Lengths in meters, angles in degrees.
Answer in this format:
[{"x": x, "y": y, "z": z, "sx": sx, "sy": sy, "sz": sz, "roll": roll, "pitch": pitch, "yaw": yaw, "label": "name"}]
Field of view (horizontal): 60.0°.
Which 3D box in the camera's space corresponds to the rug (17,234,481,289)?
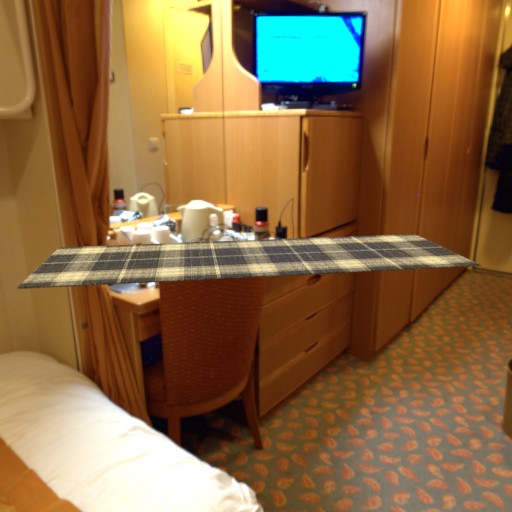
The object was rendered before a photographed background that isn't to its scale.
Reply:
[{"x": 0.000, "y": 0.000, "z": 2.649, "sx": 2.434, "sy": 0.012, "sz": 0.760, "roll": -2, "pitch": 16, "yaw": -8, "label": "rug"}]
